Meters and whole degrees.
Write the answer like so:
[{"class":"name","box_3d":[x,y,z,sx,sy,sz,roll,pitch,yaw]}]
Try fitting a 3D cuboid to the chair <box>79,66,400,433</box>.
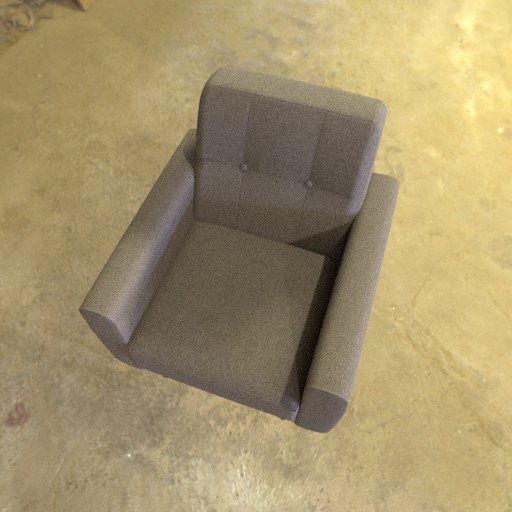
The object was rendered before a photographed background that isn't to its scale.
[{"class":"chair","box_3d":[0.000,0.000,1.548,0.831,0.839,0.907,16,59,10]}]
